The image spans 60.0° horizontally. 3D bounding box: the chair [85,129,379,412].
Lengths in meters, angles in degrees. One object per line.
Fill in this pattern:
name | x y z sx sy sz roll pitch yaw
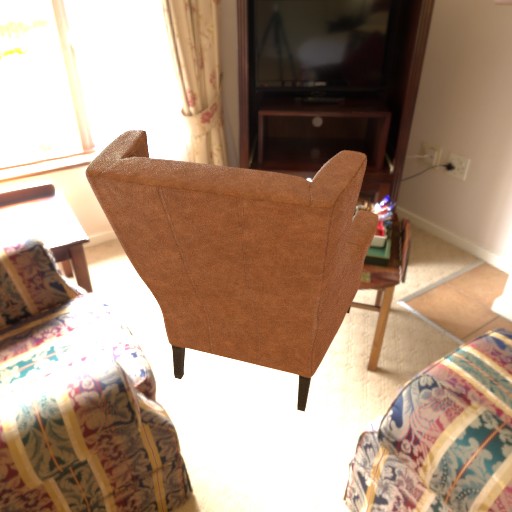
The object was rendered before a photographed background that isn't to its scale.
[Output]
chair | 0.000 0.000 1.709 0.853 1.016 0.926 10 34 15
